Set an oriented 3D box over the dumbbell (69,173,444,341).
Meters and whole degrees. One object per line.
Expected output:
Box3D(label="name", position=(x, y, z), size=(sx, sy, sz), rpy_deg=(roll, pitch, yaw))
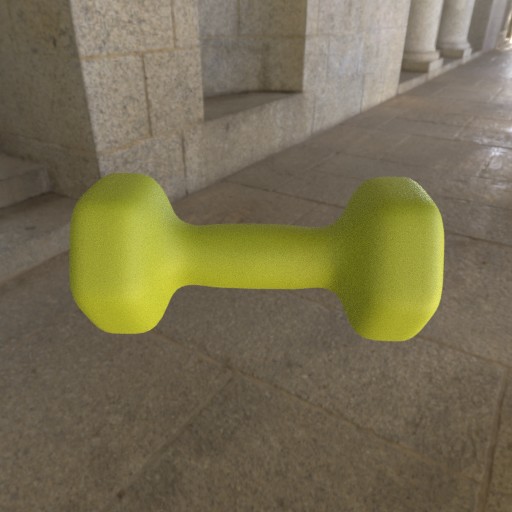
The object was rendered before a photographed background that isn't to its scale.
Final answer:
Box3D(label="dumbbell", position=(0.000, 0.000, 0.214), size=(0.164, 0.072, 0.080), rpy_deg=(2, 30, 3))
